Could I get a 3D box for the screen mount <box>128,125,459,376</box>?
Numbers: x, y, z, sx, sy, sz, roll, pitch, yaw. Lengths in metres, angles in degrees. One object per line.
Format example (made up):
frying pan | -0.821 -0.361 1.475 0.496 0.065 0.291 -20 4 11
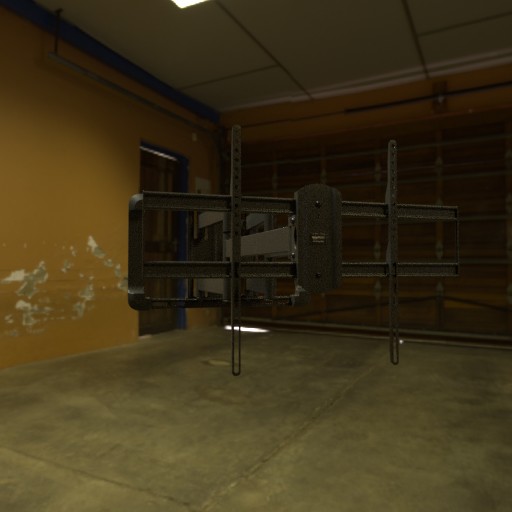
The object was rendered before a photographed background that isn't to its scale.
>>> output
screen mount | 0.000 0.000 1.319 0.725 0.483 0.905 1 -2 -17
